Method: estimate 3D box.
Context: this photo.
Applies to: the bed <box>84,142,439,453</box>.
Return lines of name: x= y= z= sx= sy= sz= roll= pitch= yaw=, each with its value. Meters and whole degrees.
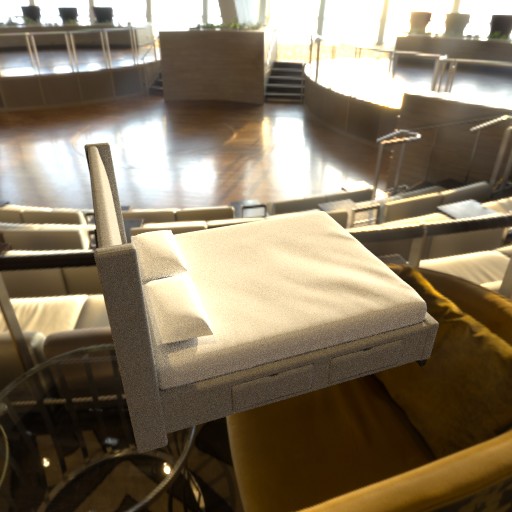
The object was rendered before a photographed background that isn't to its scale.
bed: x=0.000 y=0.000 z=3.454 sx=2.222 sy=1.491 sz=1.774 roll=-11 pitch=33 yaw=-17
